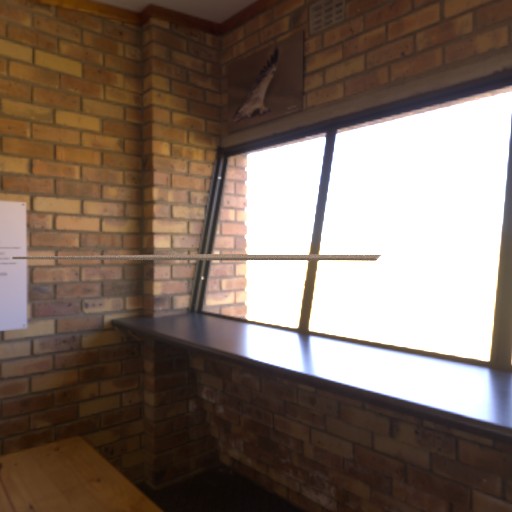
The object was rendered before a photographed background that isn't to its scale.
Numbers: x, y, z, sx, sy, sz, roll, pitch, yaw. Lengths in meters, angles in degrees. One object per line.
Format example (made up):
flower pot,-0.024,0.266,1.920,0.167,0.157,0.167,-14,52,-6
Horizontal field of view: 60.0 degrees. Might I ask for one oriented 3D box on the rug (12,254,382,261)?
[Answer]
rug,0.000,0.000,2.119,1.143,0.008,1.753,0,1,16
